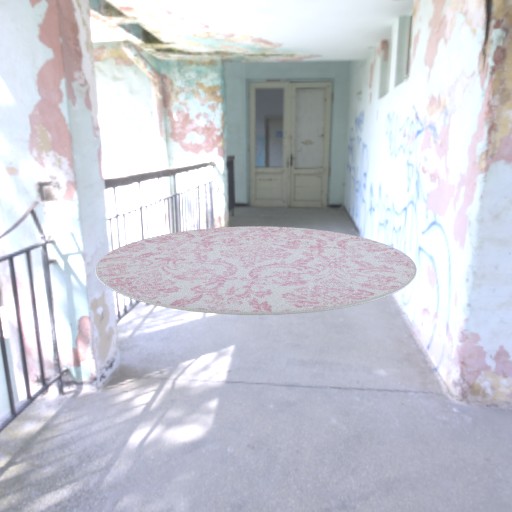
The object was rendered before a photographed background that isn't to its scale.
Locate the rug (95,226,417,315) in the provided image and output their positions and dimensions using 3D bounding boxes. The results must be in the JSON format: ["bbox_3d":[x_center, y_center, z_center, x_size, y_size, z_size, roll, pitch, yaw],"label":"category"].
[{"bbox_3d":[0.000,0.000,2.326,1.593,0.012,1.593,0,15,0],"label":"rug"}]
